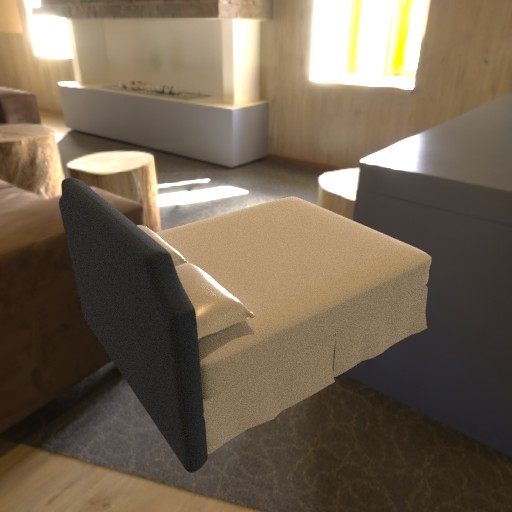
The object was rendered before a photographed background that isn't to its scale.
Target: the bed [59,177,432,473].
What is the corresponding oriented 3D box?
[{"bbox_3d":[0.000,0.000,3.367,2.260,1.297,1.831,-19,34,-32],"label":"bed"}]
